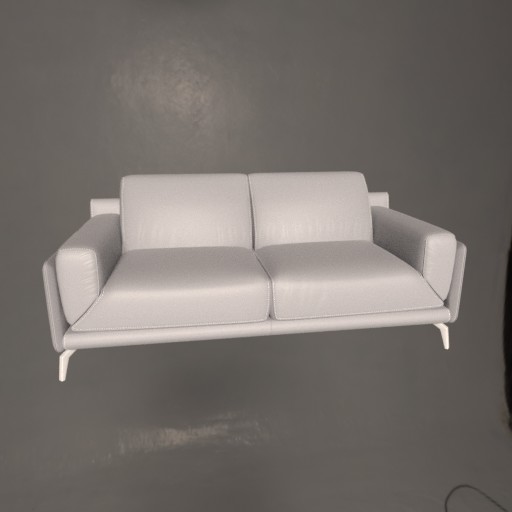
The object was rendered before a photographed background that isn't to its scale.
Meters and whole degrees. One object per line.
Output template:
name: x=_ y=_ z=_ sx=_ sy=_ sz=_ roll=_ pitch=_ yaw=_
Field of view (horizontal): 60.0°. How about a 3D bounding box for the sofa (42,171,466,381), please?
sofa: x=0.000 y=0.000 z=2.597 sx=2.100 sy=0.900 sz=0.969 roll=-3 pitch=16 yaw=-9
